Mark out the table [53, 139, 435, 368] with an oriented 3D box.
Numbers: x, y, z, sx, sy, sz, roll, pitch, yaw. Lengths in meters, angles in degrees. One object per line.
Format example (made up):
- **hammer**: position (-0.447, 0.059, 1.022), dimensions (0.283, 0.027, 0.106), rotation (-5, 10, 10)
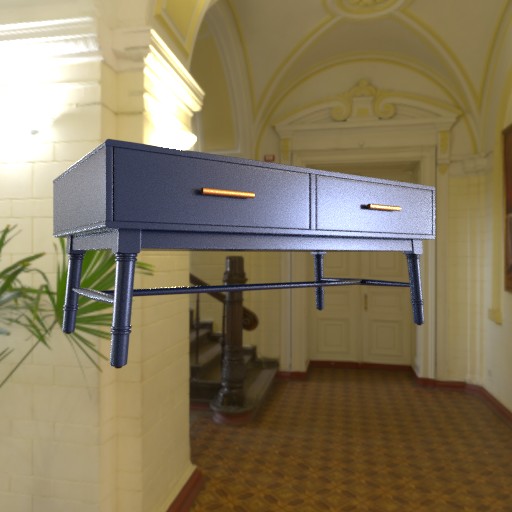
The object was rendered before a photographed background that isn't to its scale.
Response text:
- **table**: position (0.000, 0.000, 1.377), dimensions (1.067, 0.457, 0.572), rotation (0, 0, -34)
